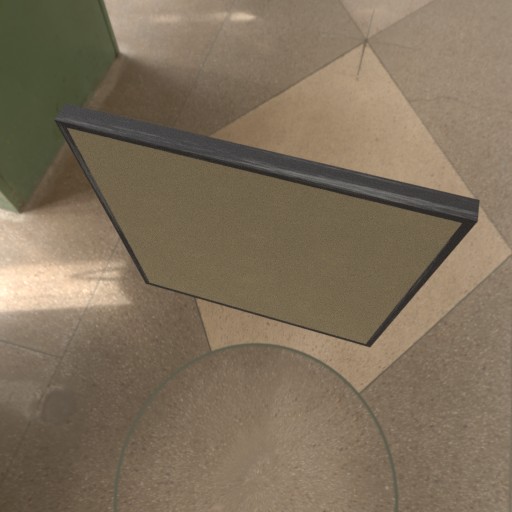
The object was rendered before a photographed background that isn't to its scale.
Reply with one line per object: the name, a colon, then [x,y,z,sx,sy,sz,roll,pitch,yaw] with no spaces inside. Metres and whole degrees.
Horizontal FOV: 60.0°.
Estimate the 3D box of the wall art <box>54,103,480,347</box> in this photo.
wall art: [0.000,0.000,1.114,0.762,0.758,0.043,15,64,7]
